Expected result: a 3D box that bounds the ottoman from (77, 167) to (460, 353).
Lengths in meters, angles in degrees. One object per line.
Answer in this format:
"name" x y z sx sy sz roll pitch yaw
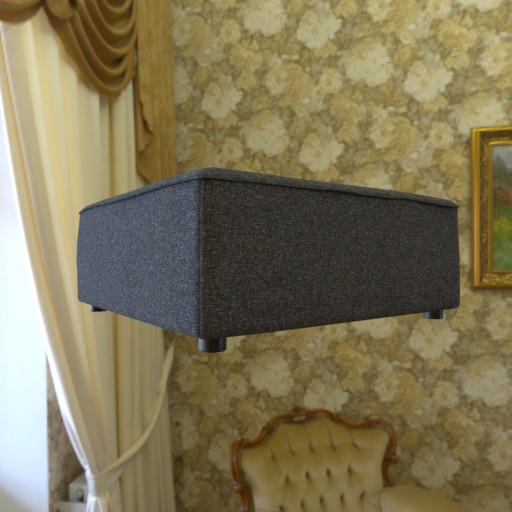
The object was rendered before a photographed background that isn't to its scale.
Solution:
"ottoman" 0.000 0.000 1.603 1.017 0.423 1.021 0 0 -35
